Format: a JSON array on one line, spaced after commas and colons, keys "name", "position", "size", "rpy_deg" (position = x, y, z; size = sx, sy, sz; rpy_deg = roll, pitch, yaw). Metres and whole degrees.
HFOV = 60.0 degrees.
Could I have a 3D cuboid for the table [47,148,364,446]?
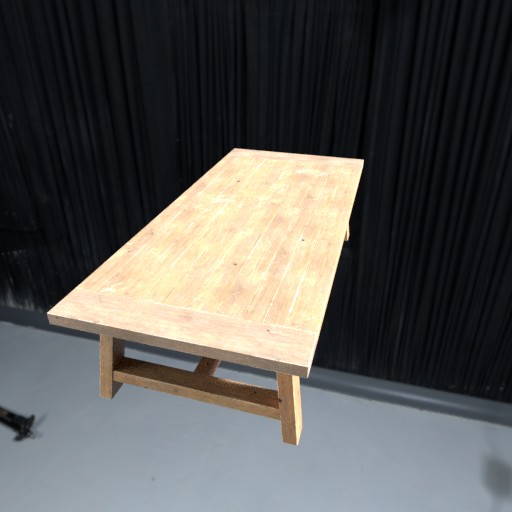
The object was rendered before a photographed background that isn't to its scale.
[{"name": "table", "position": [0.000, 0.000, 2.134], "size": [0.820, 0.465, 1.800], "rpy_deg": [8, 31, 14]}]
